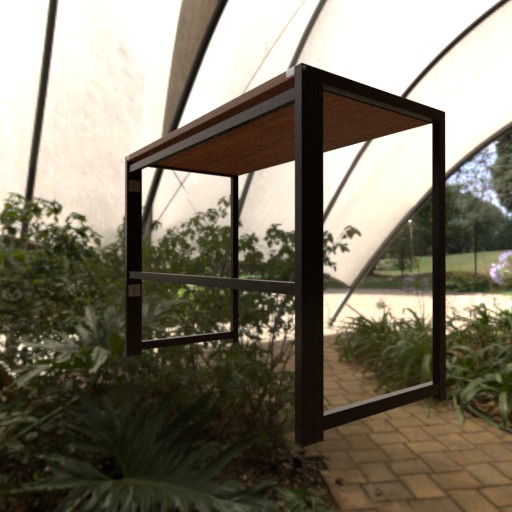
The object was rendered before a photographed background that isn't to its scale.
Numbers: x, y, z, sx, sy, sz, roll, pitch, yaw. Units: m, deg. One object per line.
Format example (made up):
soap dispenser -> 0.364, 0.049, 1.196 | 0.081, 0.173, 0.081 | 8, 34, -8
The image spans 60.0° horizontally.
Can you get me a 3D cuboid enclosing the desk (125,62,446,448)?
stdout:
desk -> 0.000, 0.000, 1.433 | 0.508, 0.762, 1.016 | 0, 0, -36
